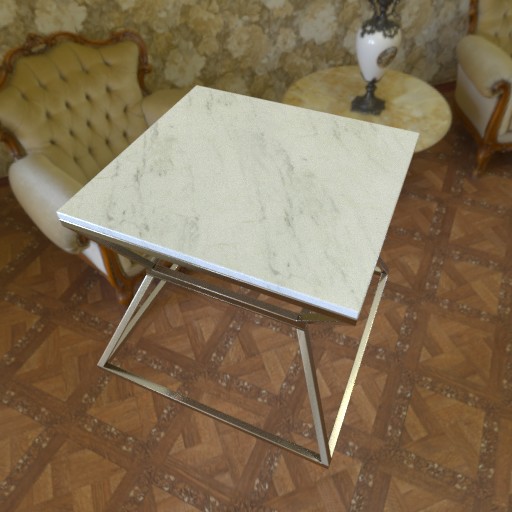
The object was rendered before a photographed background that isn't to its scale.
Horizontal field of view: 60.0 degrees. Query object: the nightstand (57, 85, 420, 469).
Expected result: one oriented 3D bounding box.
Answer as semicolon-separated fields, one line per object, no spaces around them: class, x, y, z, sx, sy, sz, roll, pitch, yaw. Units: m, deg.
nightstand;0.000;0.000;0.887;0.513;0.426;0.514;18;50;16
